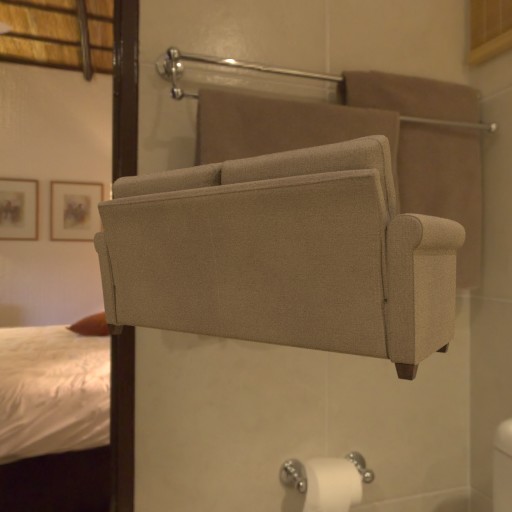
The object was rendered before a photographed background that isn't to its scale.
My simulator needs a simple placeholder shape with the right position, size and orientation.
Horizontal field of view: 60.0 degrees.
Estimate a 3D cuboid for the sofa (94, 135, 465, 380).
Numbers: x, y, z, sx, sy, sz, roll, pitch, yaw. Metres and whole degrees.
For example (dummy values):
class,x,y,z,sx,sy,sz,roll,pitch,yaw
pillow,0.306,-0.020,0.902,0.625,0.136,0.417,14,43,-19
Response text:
class,x,y,z,sx,sy,sz,roll,pitch,yaw
sofa,0.000,0.000,2.394,1.935,0.942,0.842,0,-1,35
